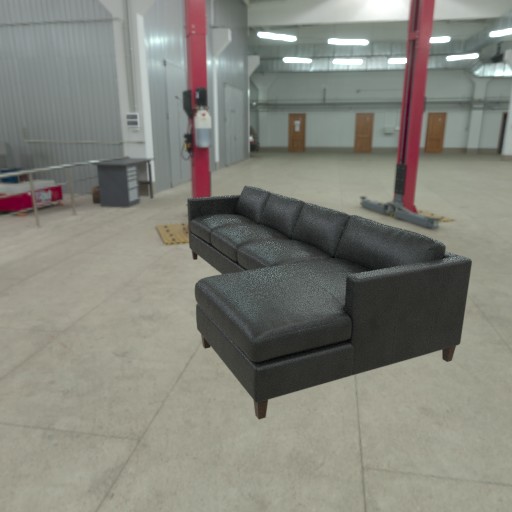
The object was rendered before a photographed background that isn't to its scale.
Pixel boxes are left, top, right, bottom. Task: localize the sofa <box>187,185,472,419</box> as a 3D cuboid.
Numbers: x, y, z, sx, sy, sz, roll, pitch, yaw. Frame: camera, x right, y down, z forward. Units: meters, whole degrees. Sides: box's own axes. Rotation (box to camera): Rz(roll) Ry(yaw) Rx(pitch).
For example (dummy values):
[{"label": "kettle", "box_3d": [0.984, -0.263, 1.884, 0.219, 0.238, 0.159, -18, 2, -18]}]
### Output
[{"label": "sofa", "box_3d": [0.000, 0.000, 3.993, 1.581, 0.883, 3.203, -8, 18, -24]}]
